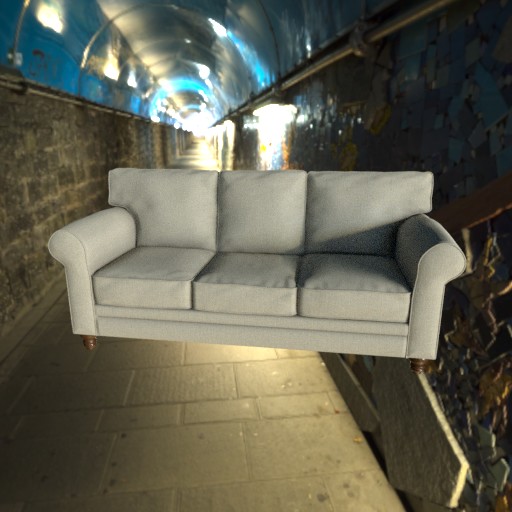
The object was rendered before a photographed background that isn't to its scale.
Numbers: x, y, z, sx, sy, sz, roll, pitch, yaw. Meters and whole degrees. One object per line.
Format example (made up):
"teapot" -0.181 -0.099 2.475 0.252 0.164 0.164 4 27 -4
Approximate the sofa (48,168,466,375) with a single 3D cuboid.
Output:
"sofa" 0.000 0.000 2.600 2.084 0.961 0.916 2 16 8
